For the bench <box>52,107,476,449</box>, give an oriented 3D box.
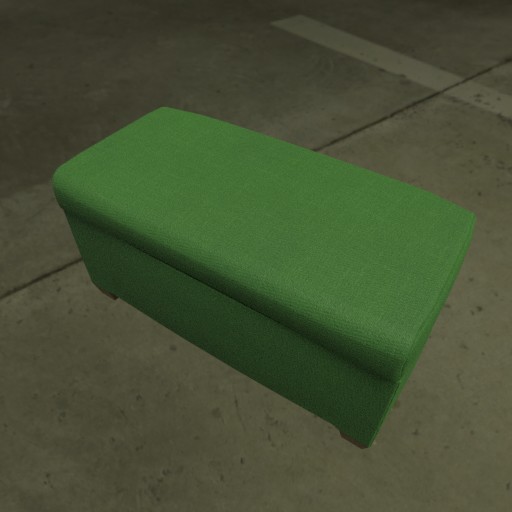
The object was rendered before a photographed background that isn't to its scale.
[{"bbox_3d":[0.000,0.000,1.250,0.989,0.501,0.505,25,50,23],"label":"bench"}]
